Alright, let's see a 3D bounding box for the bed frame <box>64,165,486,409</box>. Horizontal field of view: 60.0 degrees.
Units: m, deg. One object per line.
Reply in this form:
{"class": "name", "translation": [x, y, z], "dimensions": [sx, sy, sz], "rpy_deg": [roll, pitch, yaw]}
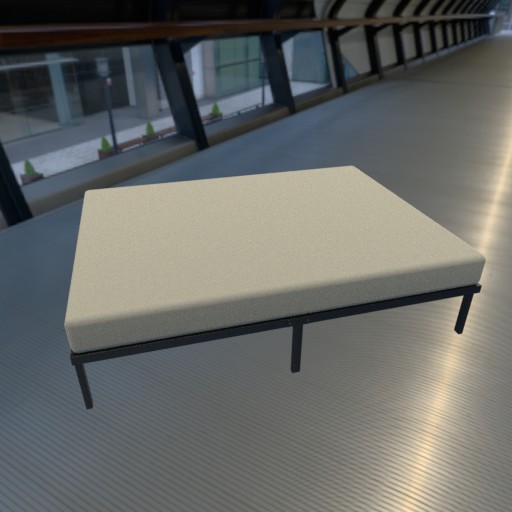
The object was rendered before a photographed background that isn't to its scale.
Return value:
{"class": "bed frame", "translation": [0.000, 0.000, 3.573], "dimensions": [2.635, 0.680, 1.990], "rpy_deg": [-8, 31, -13]}
